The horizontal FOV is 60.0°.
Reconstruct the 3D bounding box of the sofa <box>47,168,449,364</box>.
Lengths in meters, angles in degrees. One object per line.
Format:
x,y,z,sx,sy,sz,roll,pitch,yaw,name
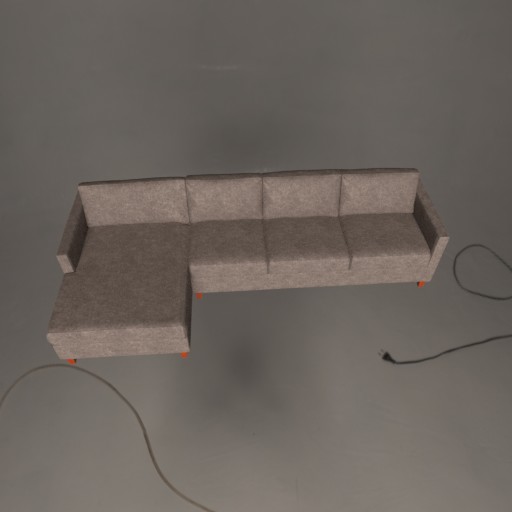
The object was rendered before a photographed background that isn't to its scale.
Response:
0.000,0.000,4.143,3.471,0.954,1.606,-3,47,-3,sofa
